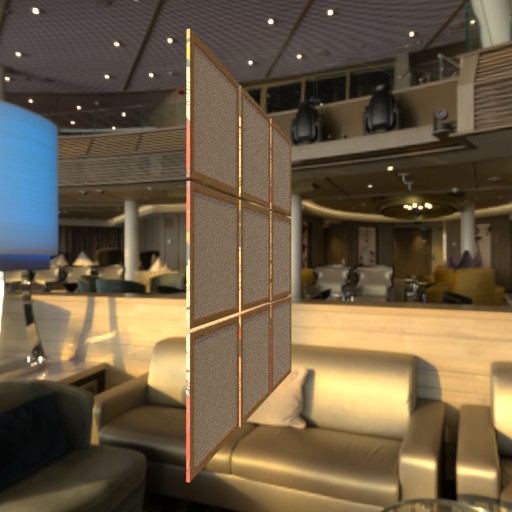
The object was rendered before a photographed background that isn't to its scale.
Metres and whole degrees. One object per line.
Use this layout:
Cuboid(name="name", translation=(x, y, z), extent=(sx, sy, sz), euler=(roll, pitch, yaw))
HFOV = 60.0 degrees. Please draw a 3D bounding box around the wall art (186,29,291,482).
Cuboid(name="wall art", translation=(0.000, 0.000, 2.224), extent=(0.013, 1.534, 1.519), euler=(0, 0, 18))
